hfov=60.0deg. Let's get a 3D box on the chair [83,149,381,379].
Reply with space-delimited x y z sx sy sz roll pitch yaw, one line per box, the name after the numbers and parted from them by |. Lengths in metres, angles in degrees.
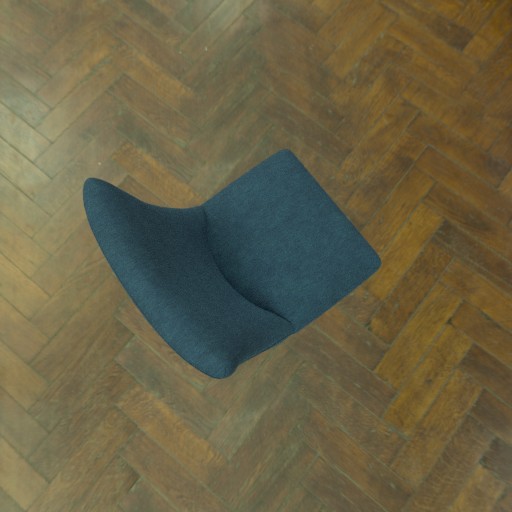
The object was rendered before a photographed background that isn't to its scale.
0.000 0.000 1.292 0.609 0.902 0.495 -36 78 -8 | chair
